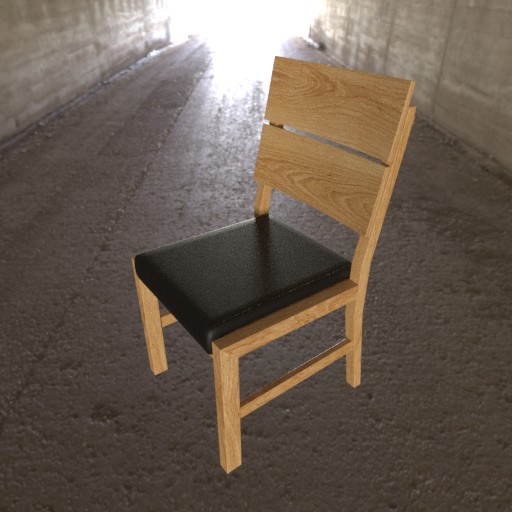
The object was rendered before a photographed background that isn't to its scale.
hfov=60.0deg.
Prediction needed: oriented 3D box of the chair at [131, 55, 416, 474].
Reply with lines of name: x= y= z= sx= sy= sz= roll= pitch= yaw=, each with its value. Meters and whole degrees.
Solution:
chair: x=0.000 y=0.000 z=1.251 sx=0.569 sy=0.950 sz=0.475 roll=-22 pitch=38 yaw=-31
